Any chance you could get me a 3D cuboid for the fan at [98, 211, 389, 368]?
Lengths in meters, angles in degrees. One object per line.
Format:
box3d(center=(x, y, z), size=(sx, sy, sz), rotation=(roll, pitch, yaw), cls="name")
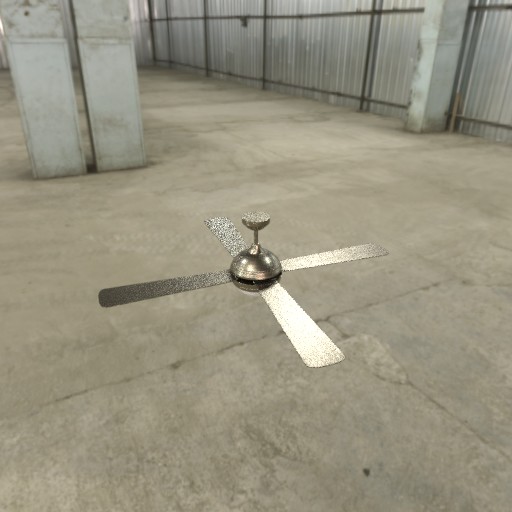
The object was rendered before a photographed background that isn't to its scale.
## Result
box3d(center=(0.000, 0.000, 2.006), size=(1.321, 0.381, 1.321), rotation=(0, 27, 0), cls="fan")
